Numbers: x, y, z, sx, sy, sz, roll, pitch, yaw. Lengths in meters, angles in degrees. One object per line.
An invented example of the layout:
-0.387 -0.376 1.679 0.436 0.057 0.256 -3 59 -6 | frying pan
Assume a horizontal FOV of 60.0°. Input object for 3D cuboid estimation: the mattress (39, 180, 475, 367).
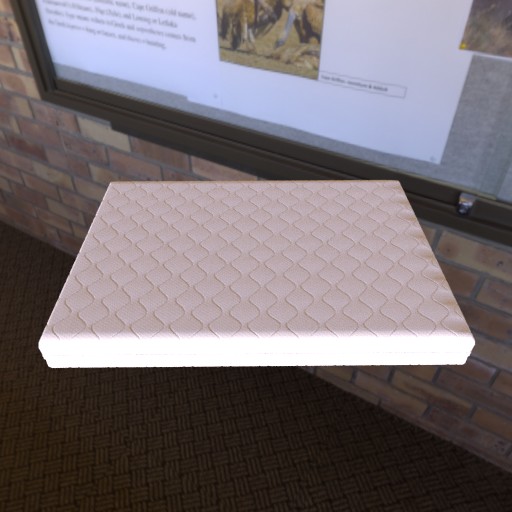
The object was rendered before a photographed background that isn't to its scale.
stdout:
0.000 0.000 2.583 2.000 0.200 1.400 0 41 0 | mattress
